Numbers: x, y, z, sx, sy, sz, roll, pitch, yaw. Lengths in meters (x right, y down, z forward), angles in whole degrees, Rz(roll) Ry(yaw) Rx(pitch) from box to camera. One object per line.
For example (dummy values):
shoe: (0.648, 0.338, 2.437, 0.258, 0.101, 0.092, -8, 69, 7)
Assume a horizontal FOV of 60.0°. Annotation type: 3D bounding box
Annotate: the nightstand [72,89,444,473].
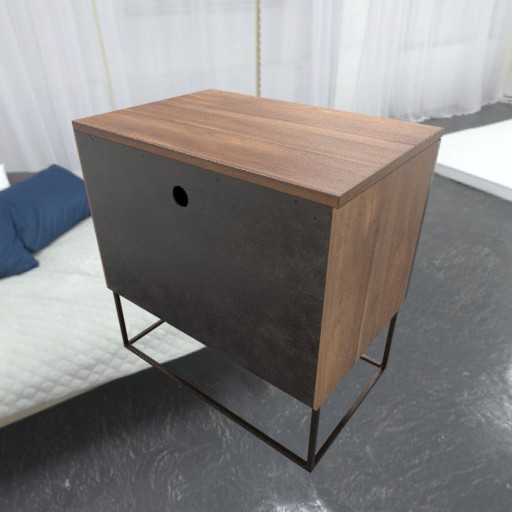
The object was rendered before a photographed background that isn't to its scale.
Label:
nightstand: (0.000, 0.000, 1.029, 0.605, 0.611, 0.427, 22, 38, 32)
